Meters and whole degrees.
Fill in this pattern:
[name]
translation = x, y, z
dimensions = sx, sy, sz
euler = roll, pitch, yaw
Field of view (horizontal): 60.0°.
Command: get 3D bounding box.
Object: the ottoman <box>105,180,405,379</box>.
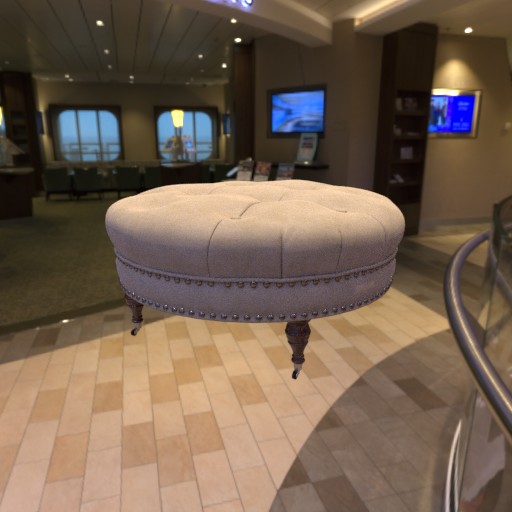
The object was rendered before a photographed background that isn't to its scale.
[ottoman]
translation = 0.000, 0.000, 1.420
dimensions = 0.901, 0.439, 0.901
euler = 0, 15, 0
